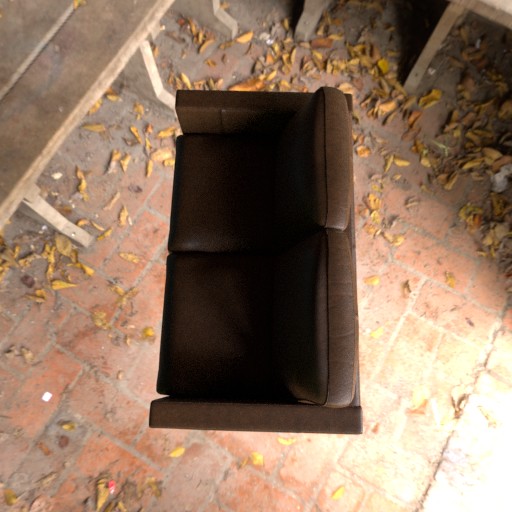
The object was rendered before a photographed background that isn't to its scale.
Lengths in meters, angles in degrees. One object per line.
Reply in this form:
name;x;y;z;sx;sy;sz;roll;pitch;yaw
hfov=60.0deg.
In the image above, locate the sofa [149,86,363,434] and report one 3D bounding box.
sofa;0.000;0.000;2.190;0.909;0.951;1.578;1;75;0
